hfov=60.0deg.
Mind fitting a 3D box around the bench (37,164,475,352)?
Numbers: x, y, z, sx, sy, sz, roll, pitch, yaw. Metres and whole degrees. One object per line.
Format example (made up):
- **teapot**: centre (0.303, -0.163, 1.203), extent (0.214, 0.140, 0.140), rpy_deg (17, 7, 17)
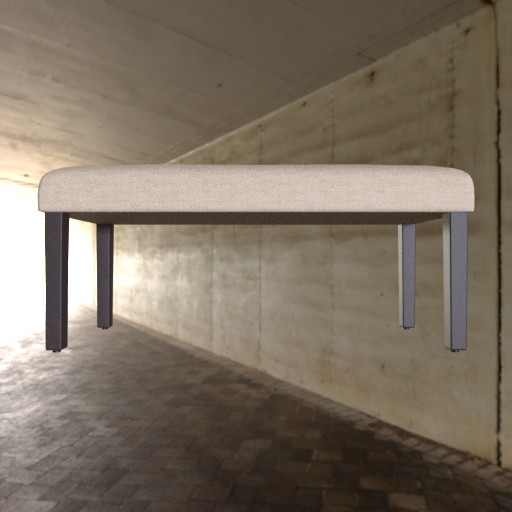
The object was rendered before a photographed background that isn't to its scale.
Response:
- **bench**: centre (0.000, 0.000, 1.222), extent (1.013, 0.456, 0.407), rpy_deg (0, 0, 0)
